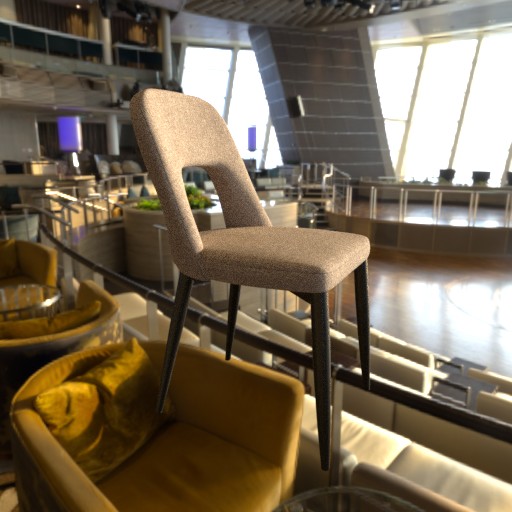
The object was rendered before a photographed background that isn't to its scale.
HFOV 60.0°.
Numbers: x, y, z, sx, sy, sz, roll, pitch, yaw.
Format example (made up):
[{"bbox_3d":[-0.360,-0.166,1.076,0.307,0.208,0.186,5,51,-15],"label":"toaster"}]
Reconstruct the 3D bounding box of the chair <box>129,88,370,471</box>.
[{"bbox_3d":[0.000,0.000,1.285,0.612,0.931,0.470,7,15,26],"label":"chair"}]
